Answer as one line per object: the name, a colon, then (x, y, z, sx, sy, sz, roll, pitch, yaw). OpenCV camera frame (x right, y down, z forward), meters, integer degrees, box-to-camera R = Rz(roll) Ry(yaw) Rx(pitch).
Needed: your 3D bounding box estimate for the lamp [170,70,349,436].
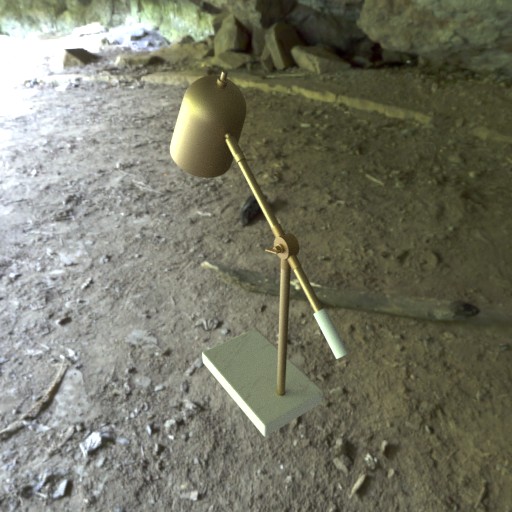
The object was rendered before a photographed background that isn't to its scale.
lamp: (0.000, 0.000, 0.798, 0.144, 0.603, 0.471, -19, 36, -29)
